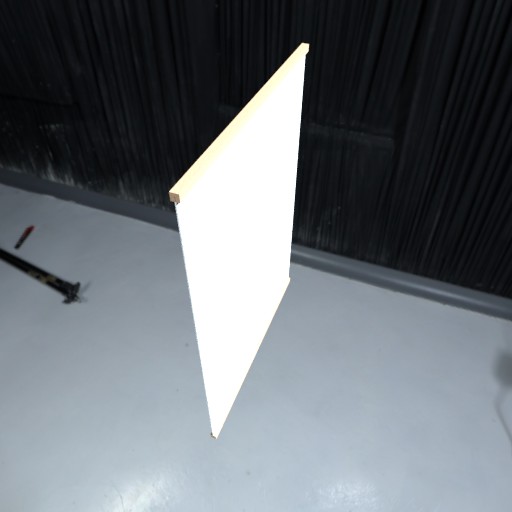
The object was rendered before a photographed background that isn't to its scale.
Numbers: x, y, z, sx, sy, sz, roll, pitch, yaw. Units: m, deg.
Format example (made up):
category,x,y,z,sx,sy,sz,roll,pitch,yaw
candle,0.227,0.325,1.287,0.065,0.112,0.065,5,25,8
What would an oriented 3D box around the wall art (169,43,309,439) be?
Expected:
category,x,y,z,sx,sy,sz,roll,pitch,yaw
wall art,0.000,0.000,0.827,0.012,0.608,0.459,16,47,15
